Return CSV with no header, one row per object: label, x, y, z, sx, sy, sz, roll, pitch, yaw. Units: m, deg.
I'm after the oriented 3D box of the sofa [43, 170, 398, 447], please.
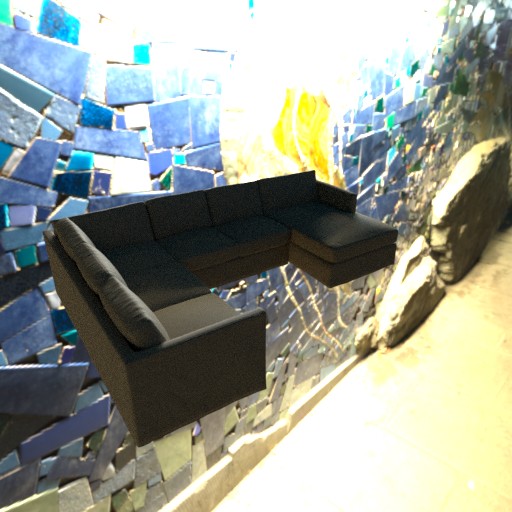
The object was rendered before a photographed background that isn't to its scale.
sofa,0.000,0.000,4.429,3.460,0.882,2.427,-16,30,-30
